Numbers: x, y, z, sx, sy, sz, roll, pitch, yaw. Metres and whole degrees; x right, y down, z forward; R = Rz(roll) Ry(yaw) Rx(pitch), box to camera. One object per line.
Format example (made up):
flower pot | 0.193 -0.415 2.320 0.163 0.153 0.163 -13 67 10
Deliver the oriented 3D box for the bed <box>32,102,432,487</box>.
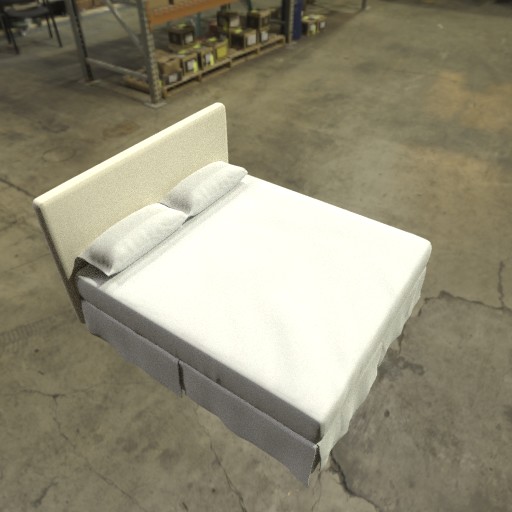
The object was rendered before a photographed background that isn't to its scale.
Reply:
bed | 0.000 0.000 3.520 2.341 1.317 2.119 24 47 25
